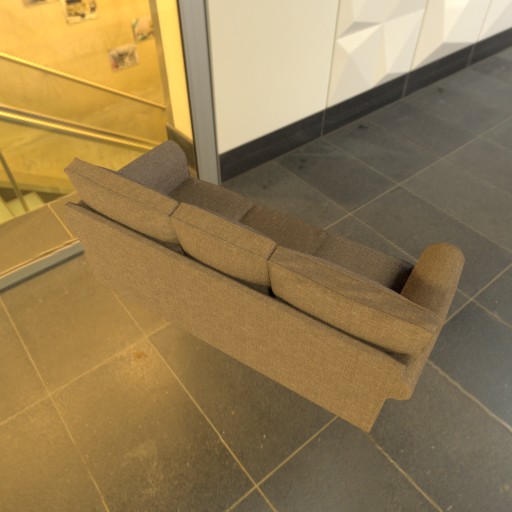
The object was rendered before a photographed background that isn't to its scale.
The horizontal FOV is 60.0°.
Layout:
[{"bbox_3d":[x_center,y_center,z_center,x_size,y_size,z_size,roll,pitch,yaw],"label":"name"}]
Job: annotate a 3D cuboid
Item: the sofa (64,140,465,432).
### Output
[{"bbox_3d":[0.000,0.000,2.559,2.084,0.961,0.916,24,51,21],"label":"sofa"}]
